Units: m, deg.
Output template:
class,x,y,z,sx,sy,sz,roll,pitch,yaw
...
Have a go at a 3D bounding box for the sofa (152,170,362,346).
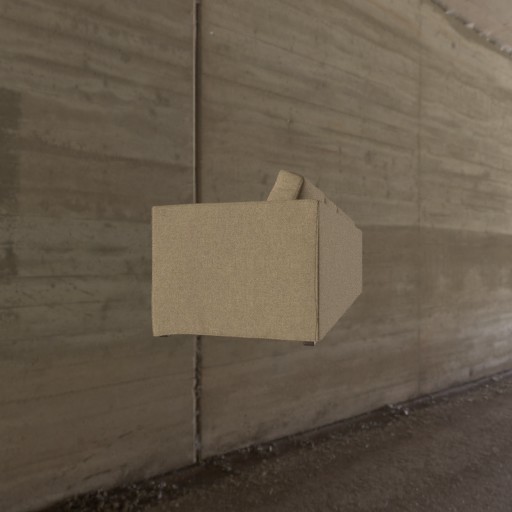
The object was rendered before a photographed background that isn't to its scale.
class,x,y,z,sx,sy,sz,roll,pitch,yaw
sofa,0.000,0.000,3.909,1.638,0.920,3.198,0,0,17
